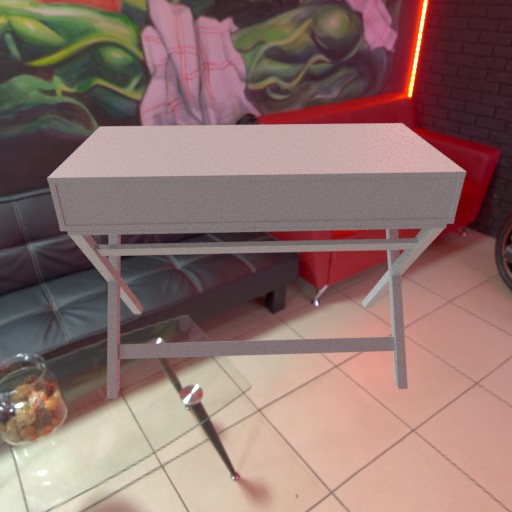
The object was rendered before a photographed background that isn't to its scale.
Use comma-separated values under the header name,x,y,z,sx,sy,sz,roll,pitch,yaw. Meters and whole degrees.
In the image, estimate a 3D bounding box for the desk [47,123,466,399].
name,x,y,z,sx,sy,sz,roll,pitch,yaw
desk,0.000,0.000,1.539,1.057,0.780,0.525,-1,30,-2
